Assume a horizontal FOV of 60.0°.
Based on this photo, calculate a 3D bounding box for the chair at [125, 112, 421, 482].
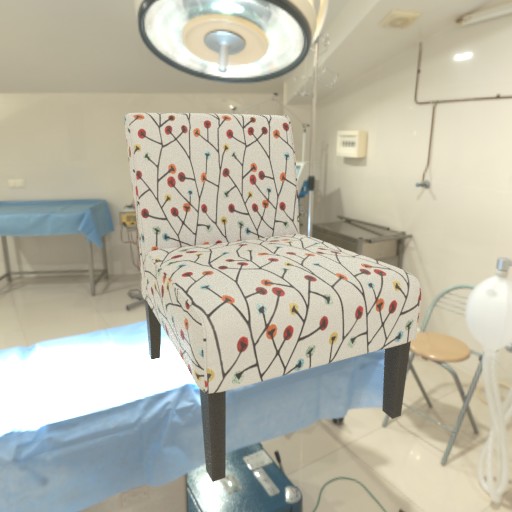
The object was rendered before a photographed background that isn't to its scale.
[{"bbox_3d":[0.000,0.000,1.293,0.597,0.813,0.732,-7,17,-25],"label":"chair"}]
